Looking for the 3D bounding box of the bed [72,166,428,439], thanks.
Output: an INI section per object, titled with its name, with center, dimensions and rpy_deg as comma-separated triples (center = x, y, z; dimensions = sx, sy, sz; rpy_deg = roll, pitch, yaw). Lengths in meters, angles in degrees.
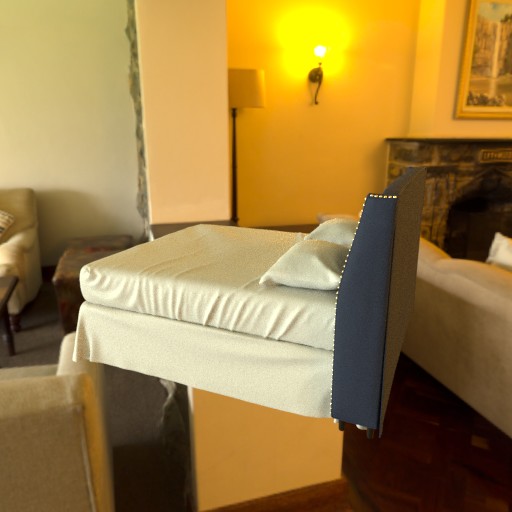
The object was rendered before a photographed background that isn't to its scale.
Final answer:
[bed]
center = 0.000, 0.000, 3.435
dimensions = 2.276, 1.332, 1.925
rpy_deg = 7, 17, 23
